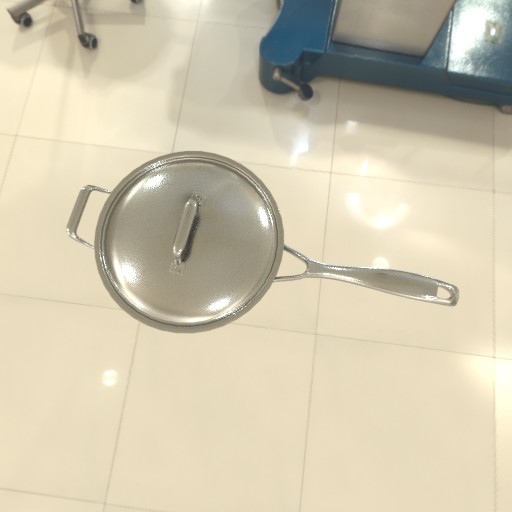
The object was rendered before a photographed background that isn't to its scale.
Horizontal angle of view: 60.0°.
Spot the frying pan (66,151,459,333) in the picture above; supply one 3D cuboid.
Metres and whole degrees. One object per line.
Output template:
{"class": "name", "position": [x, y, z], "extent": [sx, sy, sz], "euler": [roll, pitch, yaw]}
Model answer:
{"class": "frying pan", "position": [0.000, 0.000, 0.579], "extent": [0.492, 0.111, 0.245], "euler": [14, 76, 3]}
